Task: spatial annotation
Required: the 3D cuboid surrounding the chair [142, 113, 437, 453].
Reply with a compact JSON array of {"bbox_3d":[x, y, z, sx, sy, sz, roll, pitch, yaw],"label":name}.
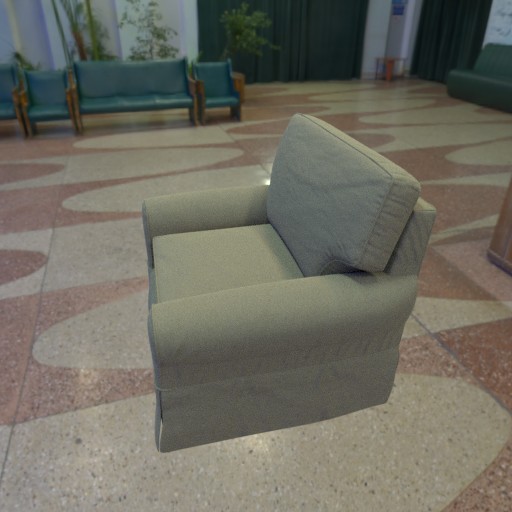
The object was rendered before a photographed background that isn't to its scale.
[{"bbox_3d":[0.000,0.000,1.890,0.988,1.017,1.135,-7,30,-12],"label":"chair"}]
